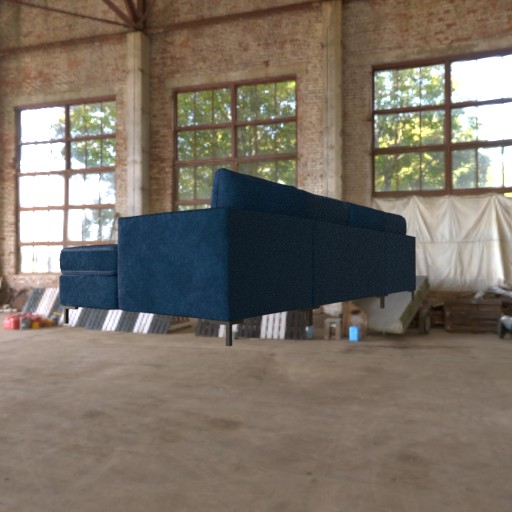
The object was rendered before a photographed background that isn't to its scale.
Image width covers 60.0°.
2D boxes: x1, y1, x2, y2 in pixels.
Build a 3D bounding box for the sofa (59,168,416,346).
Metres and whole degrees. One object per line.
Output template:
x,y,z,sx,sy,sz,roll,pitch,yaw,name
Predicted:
0.000,0.000,4.246,2.055,0.992,3.434,-1,-1,35,sofa
